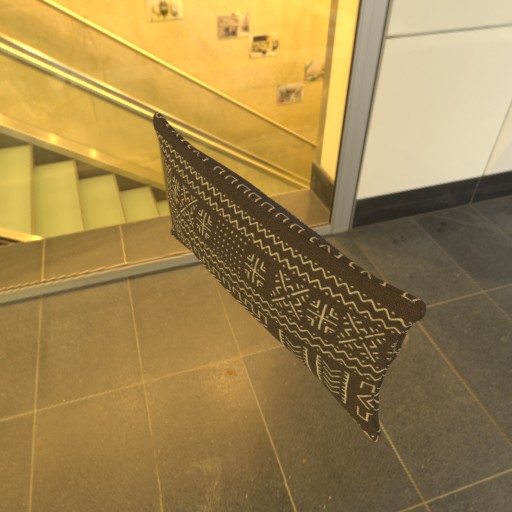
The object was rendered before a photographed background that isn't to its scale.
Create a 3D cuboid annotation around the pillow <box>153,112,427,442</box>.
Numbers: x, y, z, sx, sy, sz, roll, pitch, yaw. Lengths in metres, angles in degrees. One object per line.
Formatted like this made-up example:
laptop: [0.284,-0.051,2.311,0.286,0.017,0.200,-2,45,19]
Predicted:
pillow: [0.000,0.000,0.807,0.135,0.322,0.667,-27,48,-27]
